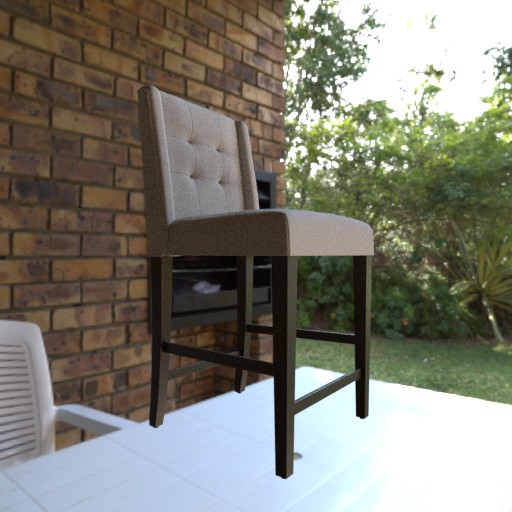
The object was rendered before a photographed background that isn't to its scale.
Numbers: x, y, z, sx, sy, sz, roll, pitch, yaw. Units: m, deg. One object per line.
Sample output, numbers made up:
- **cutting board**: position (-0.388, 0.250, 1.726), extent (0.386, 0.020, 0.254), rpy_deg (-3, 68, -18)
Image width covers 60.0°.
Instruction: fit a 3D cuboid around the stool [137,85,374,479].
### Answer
- **stool**: position (0.000, 0.000, 1.245), extent (0.509, 0.939, 0.474), rpy_deg (0, 0, 36)
